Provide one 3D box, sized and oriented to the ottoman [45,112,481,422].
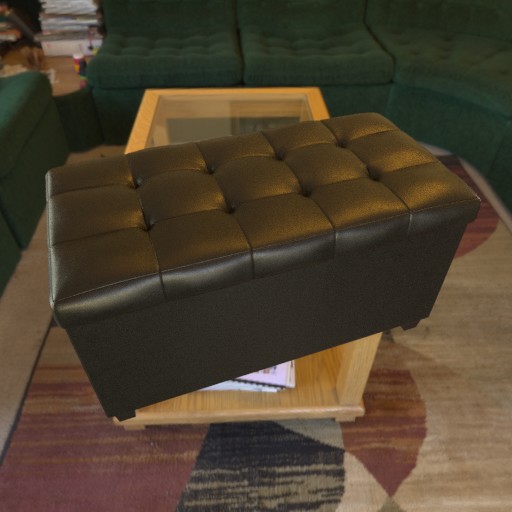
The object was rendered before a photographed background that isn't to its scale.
[{"bbox_3d":[0.000,0.000,1.067,0.838,0.470,0.432,-14,45,-14],"label":"ottoman"}]
